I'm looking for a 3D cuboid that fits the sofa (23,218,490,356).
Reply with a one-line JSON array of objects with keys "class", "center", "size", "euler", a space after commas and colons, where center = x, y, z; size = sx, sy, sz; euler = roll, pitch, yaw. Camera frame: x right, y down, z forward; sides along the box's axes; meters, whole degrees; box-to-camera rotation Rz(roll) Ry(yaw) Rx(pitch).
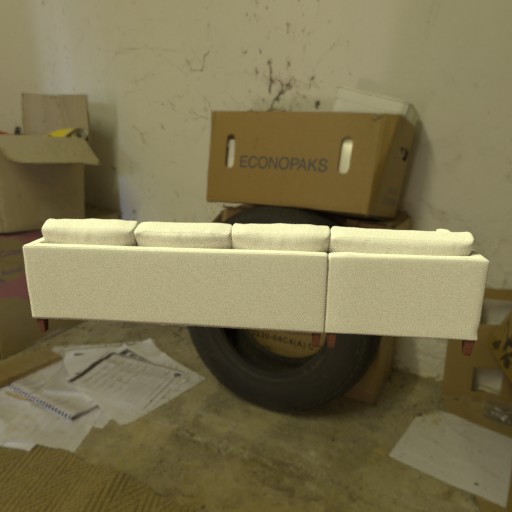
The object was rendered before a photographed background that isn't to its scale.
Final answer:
[{"class": "sofa", "center": [0.000, 0.000, 3.810], "size": [3.186, 0.846, 1.625], "euler": [2, 17, 6]}]
